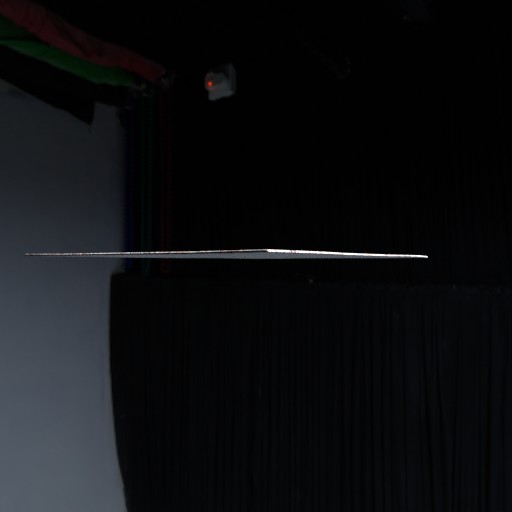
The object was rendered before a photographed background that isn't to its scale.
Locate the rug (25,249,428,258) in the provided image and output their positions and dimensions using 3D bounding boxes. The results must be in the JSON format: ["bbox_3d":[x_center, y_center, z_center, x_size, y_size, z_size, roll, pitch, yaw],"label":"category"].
[{"bbox_3d":[0.000,0.000,4.282,2.436,0.024,3.226,-1,-1,35],"label":"rug"}]
